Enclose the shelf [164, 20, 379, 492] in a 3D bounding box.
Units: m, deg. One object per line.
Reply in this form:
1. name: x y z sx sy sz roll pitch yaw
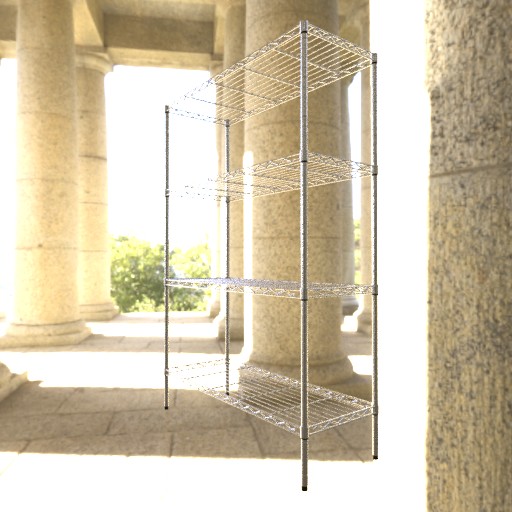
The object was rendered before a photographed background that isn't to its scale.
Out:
1. shelf: 0.000 0.000 1.735 0.352 1.360 0.907 0 -1 -38
